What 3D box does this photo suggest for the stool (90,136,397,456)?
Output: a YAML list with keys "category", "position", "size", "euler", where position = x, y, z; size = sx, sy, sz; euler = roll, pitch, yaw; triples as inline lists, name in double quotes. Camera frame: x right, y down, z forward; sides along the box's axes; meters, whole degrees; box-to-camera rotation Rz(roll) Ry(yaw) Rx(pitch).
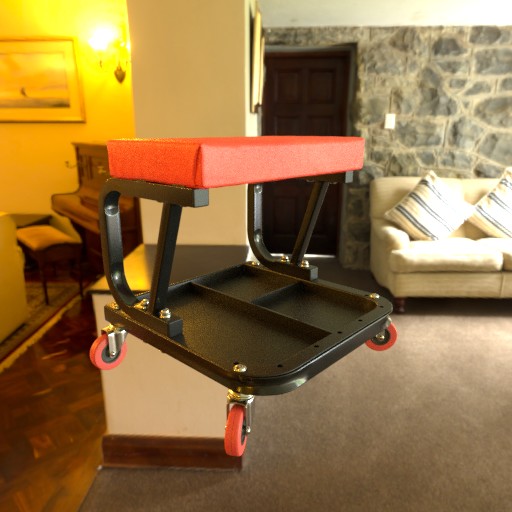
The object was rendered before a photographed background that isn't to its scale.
- category: "stool"
  position: [0.000, 0.000, 0.736]
  size: [0.371, 0.380, 0.446]
  euler: [14, 22, 41]
